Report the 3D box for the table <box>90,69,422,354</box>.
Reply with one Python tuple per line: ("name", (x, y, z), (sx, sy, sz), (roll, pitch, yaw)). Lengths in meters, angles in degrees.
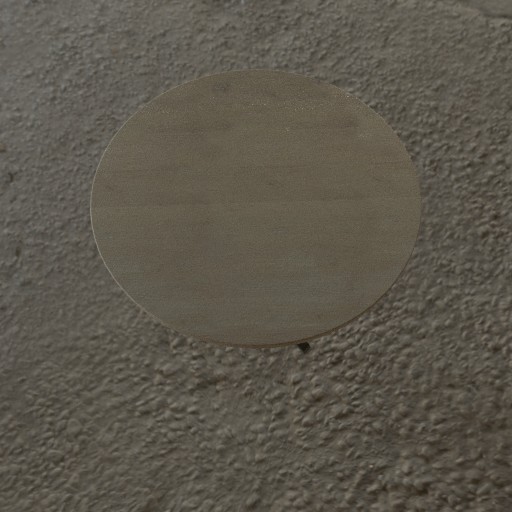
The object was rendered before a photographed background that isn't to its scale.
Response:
("table", (0.000, 0.000, 1.433), (0.800, 0.780, 0.800), (0, 63, 0))
